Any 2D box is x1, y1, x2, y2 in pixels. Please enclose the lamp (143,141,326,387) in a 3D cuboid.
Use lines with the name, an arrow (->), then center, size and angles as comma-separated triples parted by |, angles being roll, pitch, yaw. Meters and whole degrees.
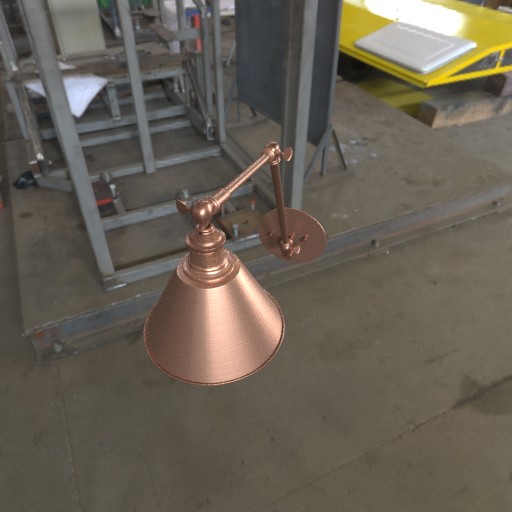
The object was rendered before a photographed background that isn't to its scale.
lamp -> 0.000, 0.000, 0.864 | 0.223, 0.502, 0.624 | 13, 42, 15
